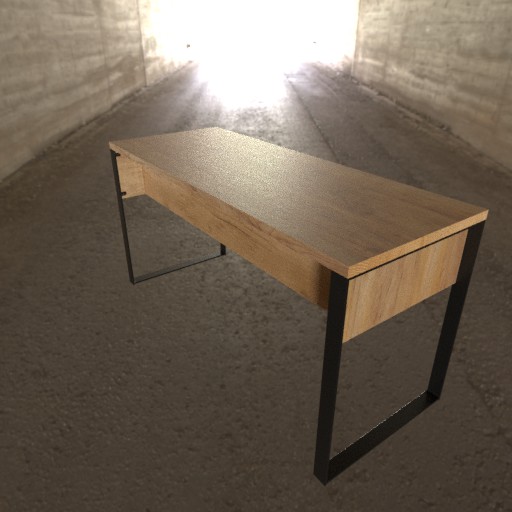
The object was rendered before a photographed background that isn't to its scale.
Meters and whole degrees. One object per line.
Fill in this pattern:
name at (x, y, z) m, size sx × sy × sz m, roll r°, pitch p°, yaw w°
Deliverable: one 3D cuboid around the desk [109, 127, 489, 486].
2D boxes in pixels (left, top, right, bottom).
desk at (0.000, 0.000, 1.873) m, size 0.600 × 0.760 × 1.520 m, roll -19°, pitch 33°, yaw -32°
